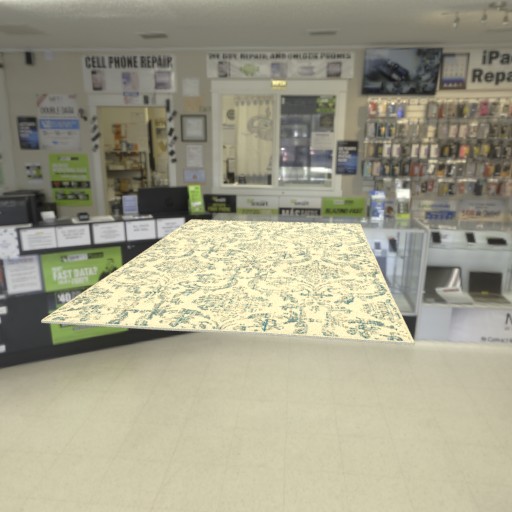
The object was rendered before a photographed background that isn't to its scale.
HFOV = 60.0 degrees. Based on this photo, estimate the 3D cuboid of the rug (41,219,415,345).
[{"bbox_3d":[0.000,0.000,3.421,1.819,0.018,2.746,2,16,8],"label":"rug"}]
